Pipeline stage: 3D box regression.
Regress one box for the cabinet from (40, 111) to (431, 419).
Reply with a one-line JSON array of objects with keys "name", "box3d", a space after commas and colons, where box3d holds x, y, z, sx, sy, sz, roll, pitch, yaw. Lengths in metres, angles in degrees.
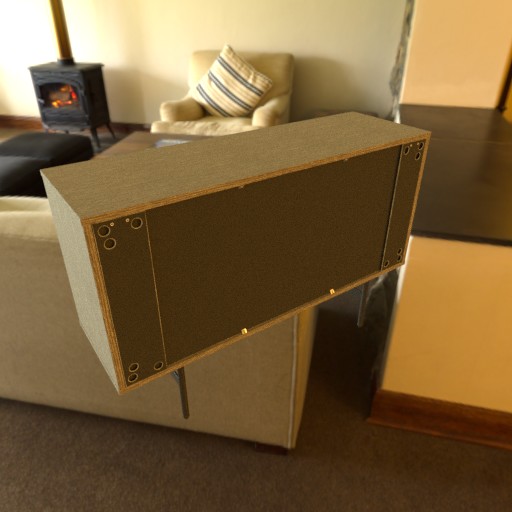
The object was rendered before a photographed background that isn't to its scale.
[{"name": "cabinet", "box3d": [0.000, 0.000, 1.578, 1.194, 0.787, 0.405, -20, 36, -30]}]
